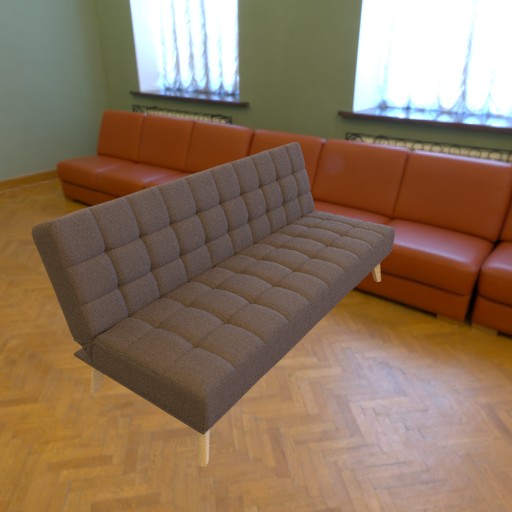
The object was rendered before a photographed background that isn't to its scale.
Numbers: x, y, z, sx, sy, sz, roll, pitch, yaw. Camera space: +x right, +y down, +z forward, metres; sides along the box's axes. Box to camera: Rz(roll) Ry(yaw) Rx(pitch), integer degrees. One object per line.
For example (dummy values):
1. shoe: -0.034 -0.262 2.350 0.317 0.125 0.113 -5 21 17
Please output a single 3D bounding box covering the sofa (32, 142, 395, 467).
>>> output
1. sofa: 0.000 0.000 2.276 0.860 0.810 1.800 17 31 31
